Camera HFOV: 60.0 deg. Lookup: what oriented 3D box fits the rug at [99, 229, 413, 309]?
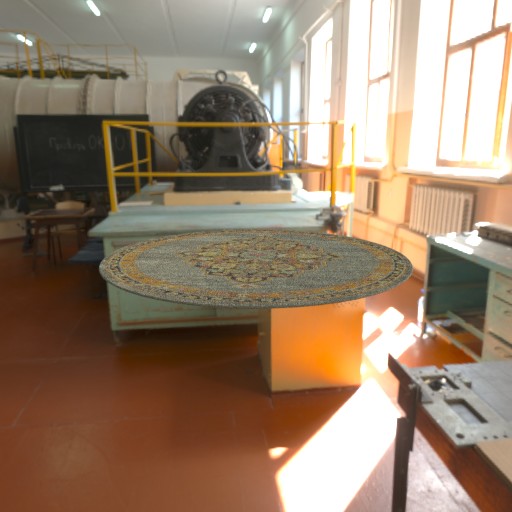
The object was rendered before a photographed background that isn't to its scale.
[{"bbox_3d":[0.000,0.000,2.384,1.598,0.010,1.598,0,14,0],"label":"rug"}]
